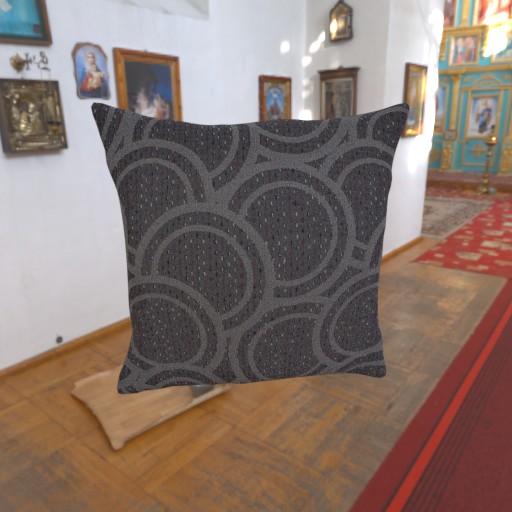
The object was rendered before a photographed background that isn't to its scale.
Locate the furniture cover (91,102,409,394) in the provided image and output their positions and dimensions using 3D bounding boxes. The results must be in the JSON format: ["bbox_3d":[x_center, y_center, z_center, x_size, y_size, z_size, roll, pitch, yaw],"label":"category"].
[{"bbox_3d":[0.000,0.000,0.779,0.514,0.513,0.163,-2,16,-7],"label":"furniture cover"}]
